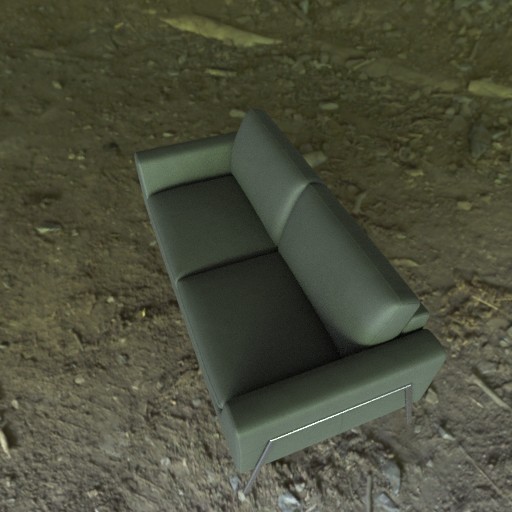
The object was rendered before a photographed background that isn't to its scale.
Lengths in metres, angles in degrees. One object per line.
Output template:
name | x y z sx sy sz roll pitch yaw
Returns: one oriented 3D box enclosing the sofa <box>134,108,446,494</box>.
sofa | 0.000 0.000 2.494 0.953 0.875 2.017 -16 48 -15
